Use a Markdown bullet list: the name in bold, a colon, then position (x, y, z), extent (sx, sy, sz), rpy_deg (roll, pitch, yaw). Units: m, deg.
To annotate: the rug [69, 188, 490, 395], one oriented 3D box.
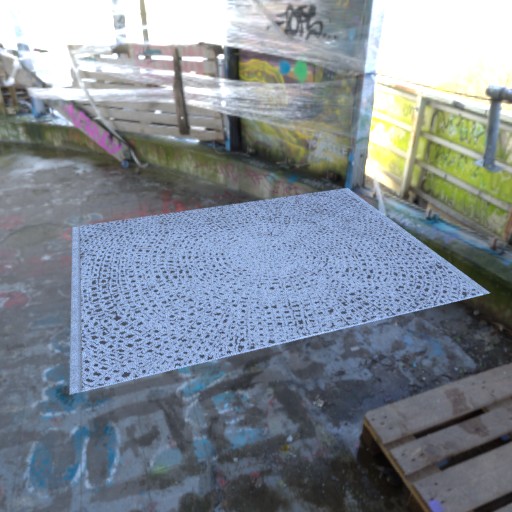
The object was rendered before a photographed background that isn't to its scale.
- **rug**: position (0.000, 0.000, 2.082), extent (1.634, 0.003, 1.190), rpy_deg (-10, 33, -16)
